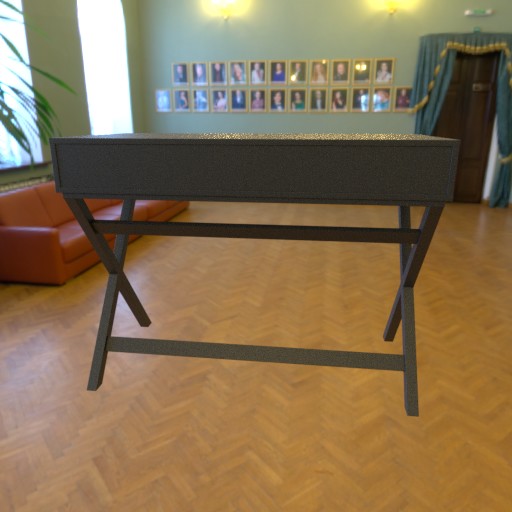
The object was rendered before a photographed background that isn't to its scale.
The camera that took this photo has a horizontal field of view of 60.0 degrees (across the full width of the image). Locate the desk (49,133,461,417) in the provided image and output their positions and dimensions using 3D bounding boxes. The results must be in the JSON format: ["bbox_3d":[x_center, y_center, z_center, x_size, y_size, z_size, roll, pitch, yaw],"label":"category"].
[{"bbox_3d":[0.000,0.000,1.489,1.057,0.780,0.525,2,17,7],"label":"desk"}]
